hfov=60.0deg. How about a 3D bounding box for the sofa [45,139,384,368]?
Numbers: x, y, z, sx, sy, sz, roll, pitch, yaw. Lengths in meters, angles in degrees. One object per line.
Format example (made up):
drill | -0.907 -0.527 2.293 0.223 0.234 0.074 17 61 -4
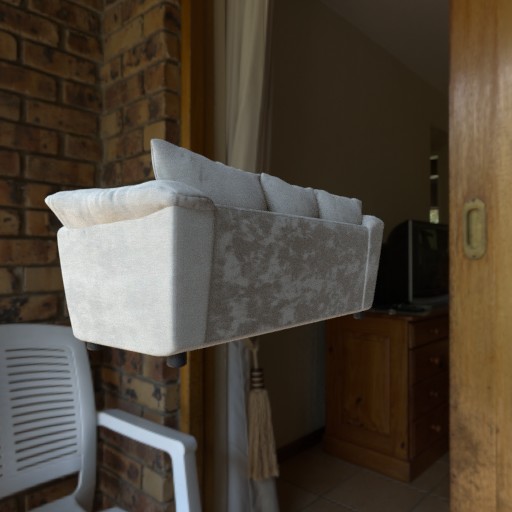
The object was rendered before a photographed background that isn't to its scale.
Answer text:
sofa | 0.000 0.000 2.865 0.893 0.981 2.377 0 0 37
